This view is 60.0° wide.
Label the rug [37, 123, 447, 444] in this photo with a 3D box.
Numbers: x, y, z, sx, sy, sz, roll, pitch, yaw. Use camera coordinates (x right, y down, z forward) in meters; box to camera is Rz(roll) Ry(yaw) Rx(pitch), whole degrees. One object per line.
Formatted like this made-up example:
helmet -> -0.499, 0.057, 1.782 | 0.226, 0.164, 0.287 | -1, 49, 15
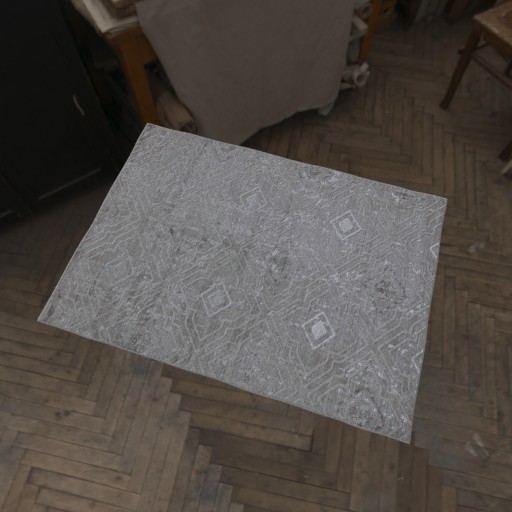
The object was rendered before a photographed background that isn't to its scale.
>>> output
rug -> 0.000, 0.000, 4.265 | 3.359, 0.020, 2.448 | 16, 65, 8
